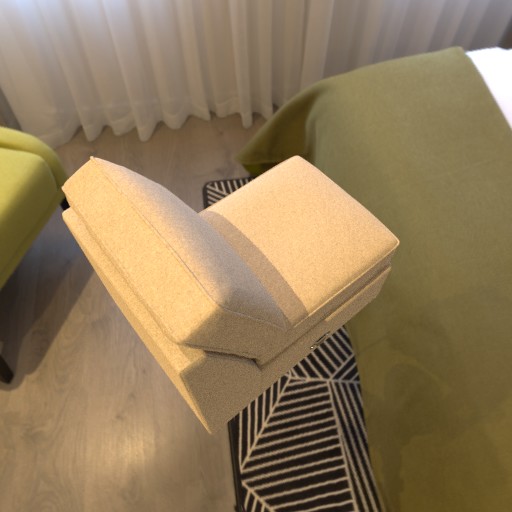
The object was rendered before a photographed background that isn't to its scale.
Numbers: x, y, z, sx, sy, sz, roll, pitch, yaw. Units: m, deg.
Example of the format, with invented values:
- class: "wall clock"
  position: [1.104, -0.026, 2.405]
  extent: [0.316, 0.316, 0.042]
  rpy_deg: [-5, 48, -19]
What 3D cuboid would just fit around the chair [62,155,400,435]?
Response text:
- class: "chair"
  position: [0.000, 0.000, 1.696]
  extent: [1.020, 1.058, 0.674]
  rpy_deg: [-35, 64, -20]
